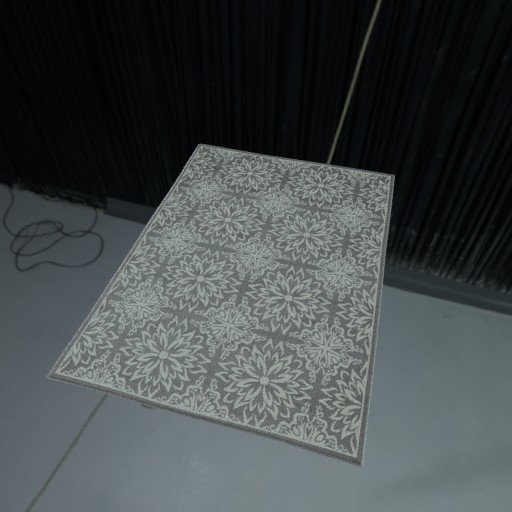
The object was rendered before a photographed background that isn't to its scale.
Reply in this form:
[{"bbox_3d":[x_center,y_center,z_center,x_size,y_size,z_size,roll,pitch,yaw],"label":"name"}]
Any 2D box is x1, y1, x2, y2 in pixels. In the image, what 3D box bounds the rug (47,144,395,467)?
[{"bbox_3d":[0.000,0.000,2.842,1.608,0.014,2.213,12,48,11],"label":"rug"}]
